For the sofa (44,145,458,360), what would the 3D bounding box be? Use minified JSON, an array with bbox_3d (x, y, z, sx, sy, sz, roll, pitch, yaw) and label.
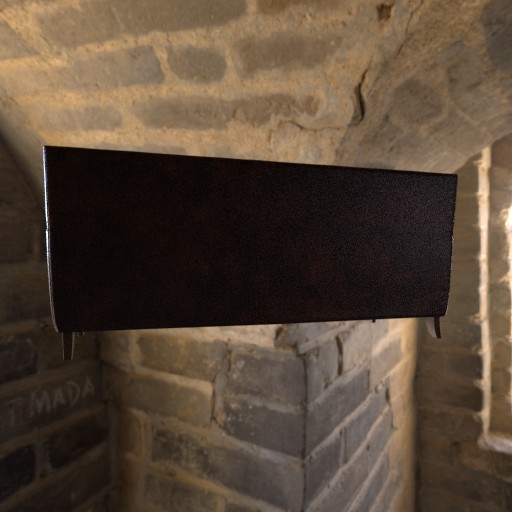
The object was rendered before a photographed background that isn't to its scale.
[{"bbox_3d":[0.000,0.000,2.404,1.995,0.871,0.786,0,-1,-17],"label":"sofa"}]
